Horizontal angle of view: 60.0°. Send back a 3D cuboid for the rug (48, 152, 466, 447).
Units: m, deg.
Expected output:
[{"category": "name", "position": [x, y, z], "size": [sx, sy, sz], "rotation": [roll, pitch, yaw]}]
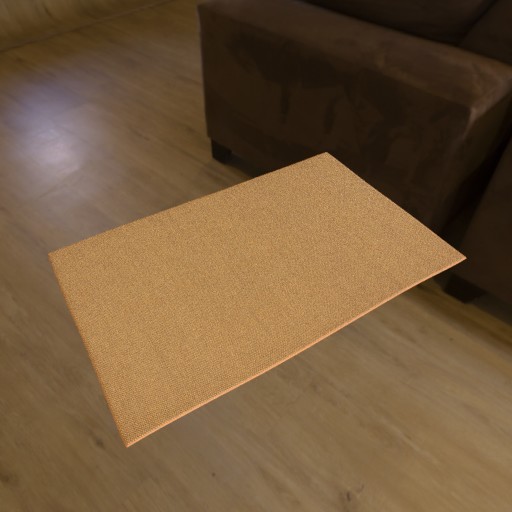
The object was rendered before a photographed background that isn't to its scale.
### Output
[{"category": "rug", "position": [0.000, 0.000, 2.097], "size": [1.678, 0.013, 1.078], "rotation": [-24, 50, -22]}]
